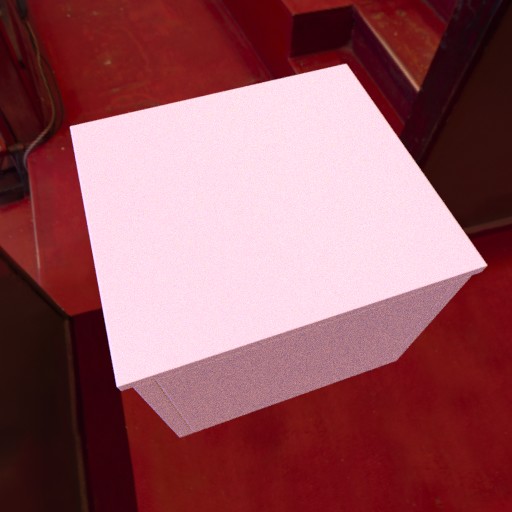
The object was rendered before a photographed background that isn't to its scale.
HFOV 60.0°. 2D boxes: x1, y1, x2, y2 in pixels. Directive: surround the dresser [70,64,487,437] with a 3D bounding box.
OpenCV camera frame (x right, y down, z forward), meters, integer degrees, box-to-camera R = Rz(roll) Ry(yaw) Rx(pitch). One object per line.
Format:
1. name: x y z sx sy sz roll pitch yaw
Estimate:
1. dresser: 0.000 0.000 0.728 0.430 0.360 0.400 -16 61 -10
